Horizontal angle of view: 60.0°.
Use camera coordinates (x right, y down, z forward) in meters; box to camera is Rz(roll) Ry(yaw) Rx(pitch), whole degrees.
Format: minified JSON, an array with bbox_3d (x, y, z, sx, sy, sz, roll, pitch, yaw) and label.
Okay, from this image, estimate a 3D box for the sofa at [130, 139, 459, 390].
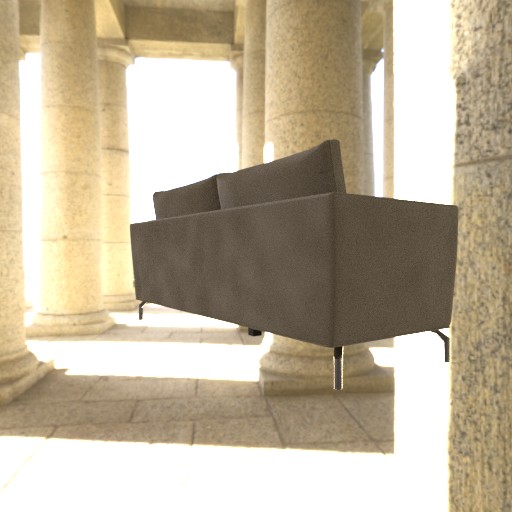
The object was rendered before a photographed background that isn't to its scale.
[{"bbox_3d":[0.000,0.000,2.776,0.868,1.005,2.214,0,1,-35],"label":"sofa"}]
